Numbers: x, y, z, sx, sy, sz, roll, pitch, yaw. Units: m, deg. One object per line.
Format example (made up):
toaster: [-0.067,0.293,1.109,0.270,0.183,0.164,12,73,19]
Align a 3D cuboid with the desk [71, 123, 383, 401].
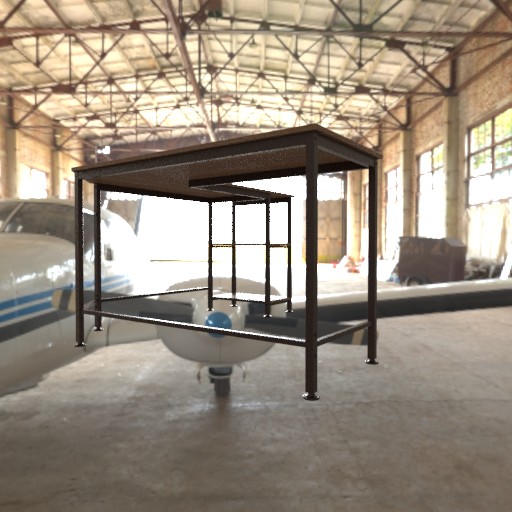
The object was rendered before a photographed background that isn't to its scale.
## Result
desk: [0.000,0.000,2.133,1.379,0.739,1.379,1,2,36]
